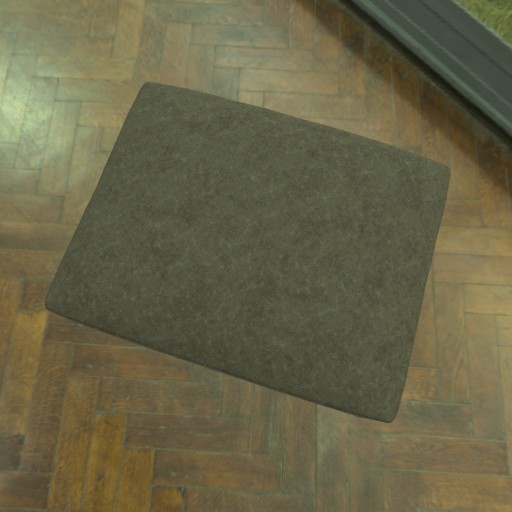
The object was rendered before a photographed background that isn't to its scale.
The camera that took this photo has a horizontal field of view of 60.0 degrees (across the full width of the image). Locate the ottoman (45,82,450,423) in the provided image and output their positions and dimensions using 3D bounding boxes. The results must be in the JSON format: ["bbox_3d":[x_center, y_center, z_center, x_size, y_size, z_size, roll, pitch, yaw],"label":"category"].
[{"bbox_3d":[0.000,0.000,1.107,0.741,0.513,0.584,17,75,5],"label":"ottoman"}]
